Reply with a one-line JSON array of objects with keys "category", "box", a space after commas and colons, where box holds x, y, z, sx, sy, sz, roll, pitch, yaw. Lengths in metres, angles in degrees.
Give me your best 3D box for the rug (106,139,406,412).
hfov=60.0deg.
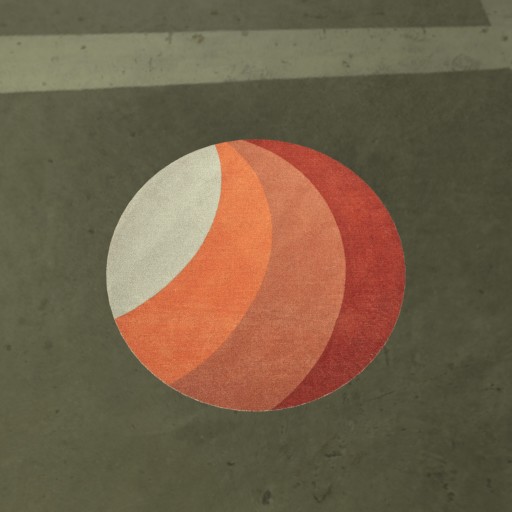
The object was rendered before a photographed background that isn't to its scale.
[{"category": "rug", "box": [0.000, 0.000, 2.268, 1.514, 0.015, 1.514, 0, 64, 0]}]
